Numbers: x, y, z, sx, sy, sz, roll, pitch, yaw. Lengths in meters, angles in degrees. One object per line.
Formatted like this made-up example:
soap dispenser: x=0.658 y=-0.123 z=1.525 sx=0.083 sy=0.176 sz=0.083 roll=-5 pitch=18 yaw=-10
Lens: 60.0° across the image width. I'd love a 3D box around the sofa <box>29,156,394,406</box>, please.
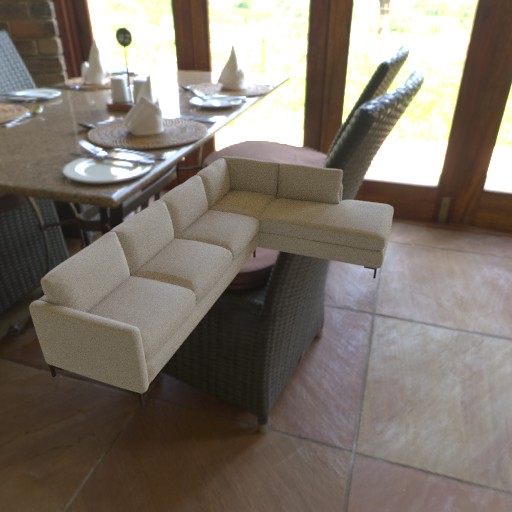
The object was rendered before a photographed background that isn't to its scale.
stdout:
sofa: x=0.000 y=0.000 z=3.768 sx=2.007 sy=0.815 sz=2.949 roll=11 pitch=32 yaw=18
